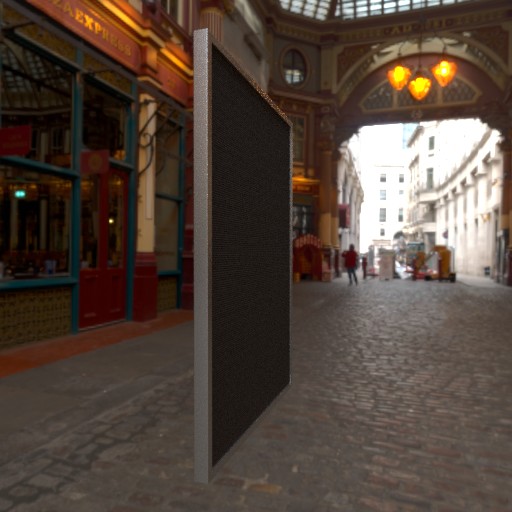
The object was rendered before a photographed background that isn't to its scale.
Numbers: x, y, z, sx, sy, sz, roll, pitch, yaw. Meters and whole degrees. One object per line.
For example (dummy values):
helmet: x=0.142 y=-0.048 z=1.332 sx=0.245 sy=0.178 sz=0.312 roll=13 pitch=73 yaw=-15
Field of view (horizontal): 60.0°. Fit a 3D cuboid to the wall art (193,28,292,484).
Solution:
wall art: x=0.000 y=0.000 z=1.415 sx=0.037 sy=1.062 sz=0.801 roll=0 pitch=1 yaw=19
